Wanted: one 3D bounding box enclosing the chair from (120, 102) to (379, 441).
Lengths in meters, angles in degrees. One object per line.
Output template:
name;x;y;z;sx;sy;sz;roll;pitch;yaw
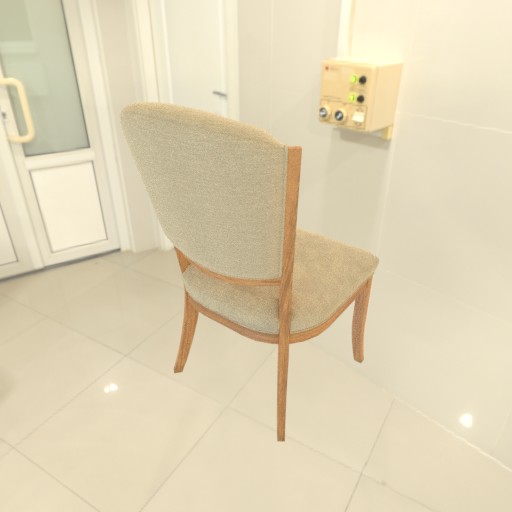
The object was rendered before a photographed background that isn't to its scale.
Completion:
chair;0.000;0.000;1.256;0.513;0.905;0.584;22;37;32
